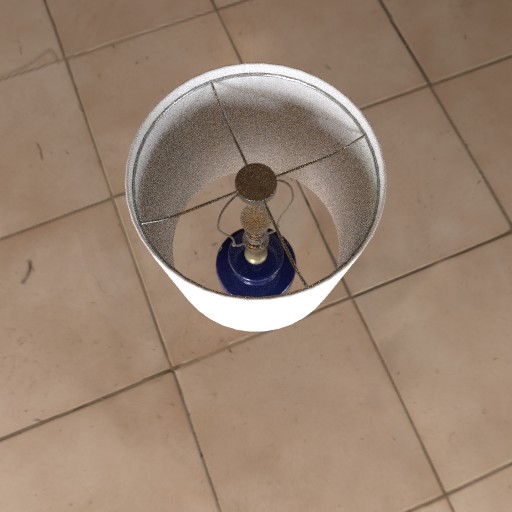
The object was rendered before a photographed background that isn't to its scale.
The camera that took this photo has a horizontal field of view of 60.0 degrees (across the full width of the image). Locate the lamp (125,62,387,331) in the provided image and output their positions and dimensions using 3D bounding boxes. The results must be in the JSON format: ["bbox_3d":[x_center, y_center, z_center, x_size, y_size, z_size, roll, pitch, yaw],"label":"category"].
[{"bbox_3d":[0.000,0.000,0.595,0.212,0.493,0.212,-22,75,-6],"label":"lamp"}]
